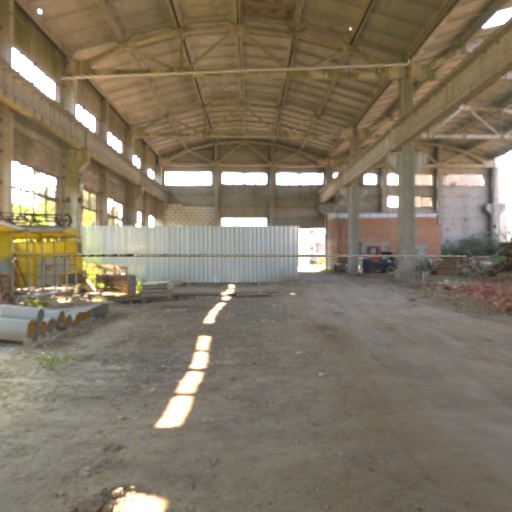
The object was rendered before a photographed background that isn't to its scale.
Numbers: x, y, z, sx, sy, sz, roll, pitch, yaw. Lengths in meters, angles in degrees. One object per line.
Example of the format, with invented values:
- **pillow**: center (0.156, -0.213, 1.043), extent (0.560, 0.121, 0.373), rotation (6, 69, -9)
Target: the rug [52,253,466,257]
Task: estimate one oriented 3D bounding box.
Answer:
- **rug**: center (0.000, 0.000, 2.289), extent (1.730, 0.009, 1.278), rotation (0, 0, -34)
